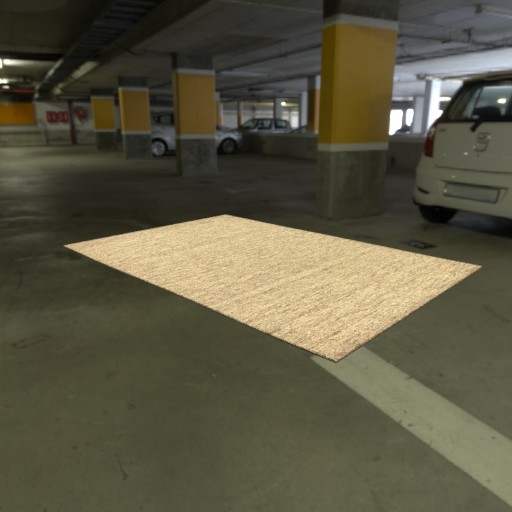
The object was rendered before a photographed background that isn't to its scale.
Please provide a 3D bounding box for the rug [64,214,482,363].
[{"bbox_3d":[0.000,0.000,2.883,2.283,0.013,1.547,15,22,42],"label":"rug"}]
